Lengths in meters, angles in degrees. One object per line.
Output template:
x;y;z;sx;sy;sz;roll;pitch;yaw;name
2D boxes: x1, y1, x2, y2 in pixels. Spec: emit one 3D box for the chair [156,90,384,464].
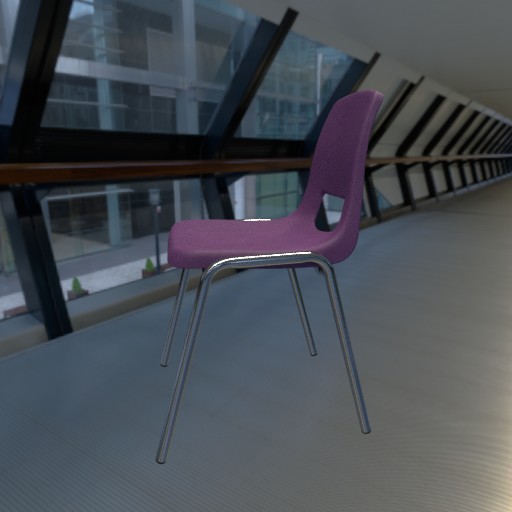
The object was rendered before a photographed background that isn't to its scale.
0.000;0.000;0.923;0.432;0.654;0.381;-3;14;-10;chair
